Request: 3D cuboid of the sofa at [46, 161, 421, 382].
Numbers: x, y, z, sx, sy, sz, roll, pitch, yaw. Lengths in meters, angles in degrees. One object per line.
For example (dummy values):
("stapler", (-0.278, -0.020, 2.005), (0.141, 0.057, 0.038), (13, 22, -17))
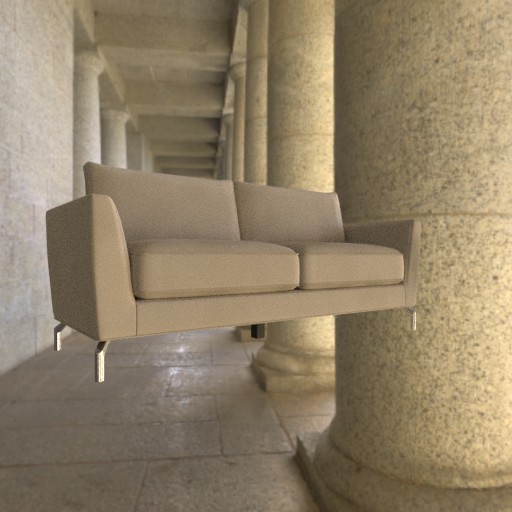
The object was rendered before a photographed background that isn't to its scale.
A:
("sofa", (0.000, 0.000, 2.707), (2.214, 1.005, 0.868), (0, 0, -36))
